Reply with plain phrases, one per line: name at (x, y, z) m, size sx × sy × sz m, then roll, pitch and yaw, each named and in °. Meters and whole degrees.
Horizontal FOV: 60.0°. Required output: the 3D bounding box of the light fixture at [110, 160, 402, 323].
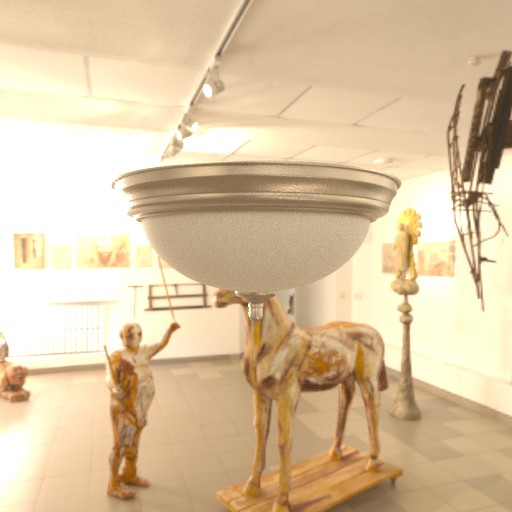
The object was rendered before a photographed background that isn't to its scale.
light fixture at (0.000, 0.000, 0.448) m, size 0.280 × 0.135 × 0.280 m, roll 0°, pitch 0°, yaw 0°
